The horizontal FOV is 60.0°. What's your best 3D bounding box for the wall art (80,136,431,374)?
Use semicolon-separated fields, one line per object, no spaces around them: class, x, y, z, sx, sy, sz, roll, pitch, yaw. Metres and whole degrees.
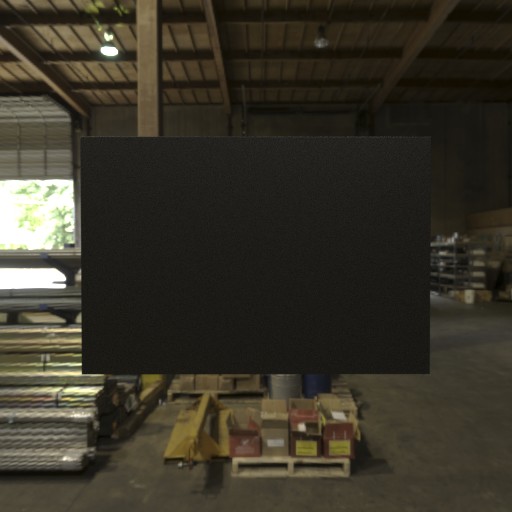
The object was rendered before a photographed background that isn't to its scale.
wall art;0.000;0.000;1.516;1.192;0.811;0.013;0;1;0
